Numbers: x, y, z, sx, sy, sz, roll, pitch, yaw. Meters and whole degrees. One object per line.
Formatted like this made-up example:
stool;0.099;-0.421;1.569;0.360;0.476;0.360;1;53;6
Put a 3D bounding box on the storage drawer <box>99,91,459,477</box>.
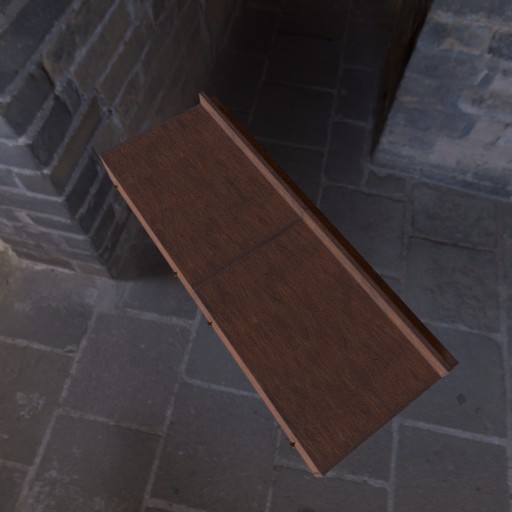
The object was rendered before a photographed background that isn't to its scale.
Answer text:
storage drawer;0.000;0.000;2.222;0.774;0.339;1.914;-32;68;-15
